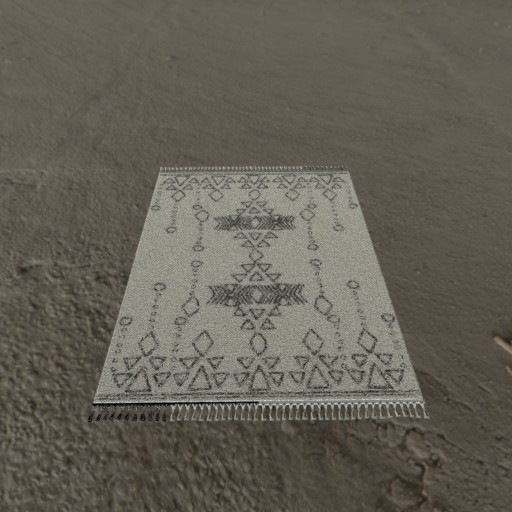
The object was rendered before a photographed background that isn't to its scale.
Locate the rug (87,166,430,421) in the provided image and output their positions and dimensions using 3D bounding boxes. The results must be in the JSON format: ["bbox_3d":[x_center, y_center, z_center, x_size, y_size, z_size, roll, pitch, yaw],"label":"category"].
[{"bbox_3d":[0.000,0.000,2.931,1.600,0.013,2.312,0,41,-1],"label":"rug"}]
